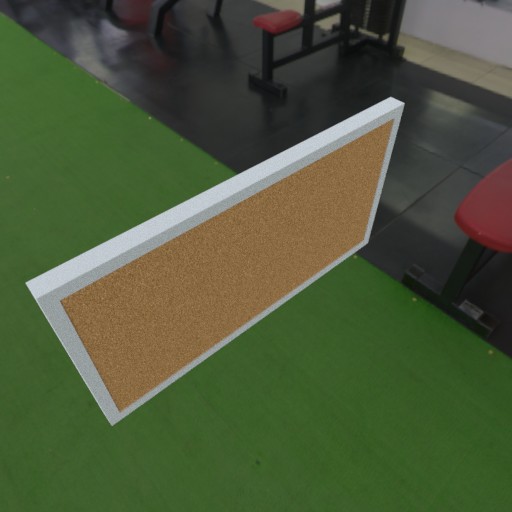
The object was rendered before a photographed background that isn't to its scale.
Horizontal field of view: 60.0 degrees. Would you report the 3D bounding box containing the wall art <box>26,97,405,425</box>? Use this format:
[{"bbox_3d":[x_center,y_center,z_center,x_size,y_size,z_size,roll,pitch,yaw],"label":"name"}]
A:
[{"bbox_3d":[0.000,0.000,0.944,0.812,0.431,0.038,-32,55,-26],"label":"wall art"}]
